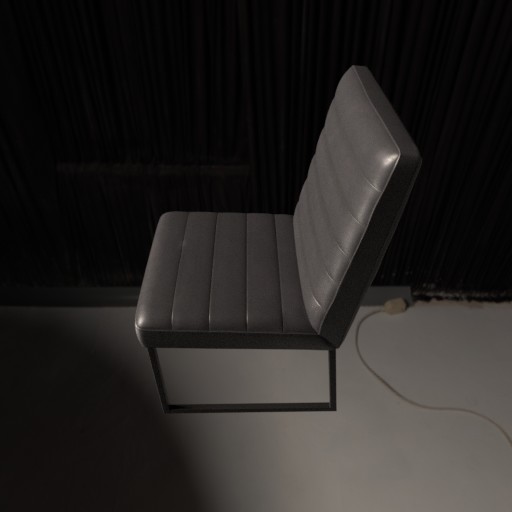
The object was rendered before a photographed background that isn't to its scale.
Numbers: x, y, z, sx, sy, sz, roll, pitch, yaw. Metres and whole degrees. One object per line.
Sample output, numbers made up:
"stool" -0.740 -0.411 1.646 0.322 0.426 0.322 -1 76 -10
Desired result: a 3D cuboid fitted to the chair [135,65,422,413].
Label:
"chair" 0.000 0.000 1.294 0.634 0.930 0.520 -1 41 -1
